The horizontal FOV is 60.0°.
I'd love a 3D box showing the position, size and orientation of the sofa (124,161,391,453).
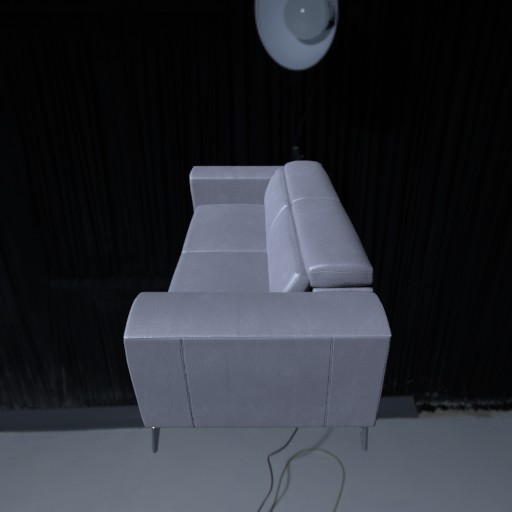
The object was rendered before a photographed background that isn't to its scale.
[{"bbox_3d":[0.000,0.000,2.804,1.048,0.814,2.330,0,27,0],"label":"sofa"}]
